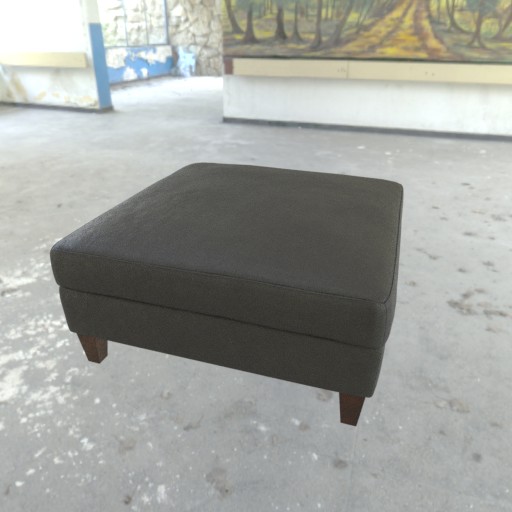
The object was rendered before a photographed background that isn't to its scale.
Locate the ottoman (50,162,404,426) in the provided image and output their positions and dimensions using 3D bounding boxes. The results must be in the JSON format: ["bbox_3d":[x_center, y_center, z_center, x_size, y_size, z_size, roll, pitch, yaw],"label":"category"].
[{"bbox_3d":[0.000,0.000,1.376,0.836,0.415,0.844,8,28,16],"label":"ottoman"}]
